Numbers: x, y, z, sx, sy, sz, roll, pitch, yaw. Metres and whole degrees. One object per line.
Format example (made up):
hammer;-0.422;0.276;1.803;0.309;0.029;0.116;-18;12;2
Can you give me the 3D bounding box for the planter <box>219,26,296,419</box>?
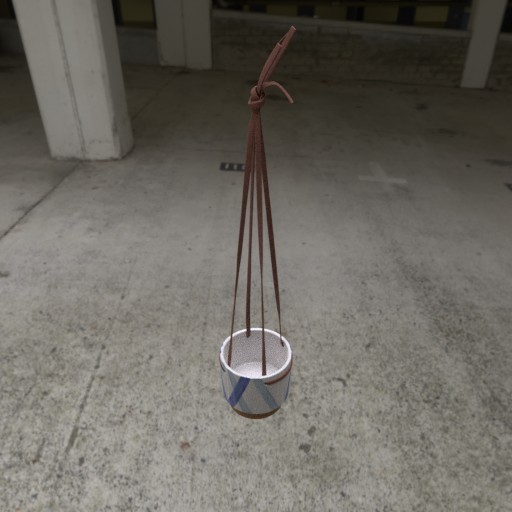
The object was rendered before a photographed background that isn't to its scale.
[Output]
planter;0.000;0.000;0.814;0.157;0.753;0.153;1;32;1
